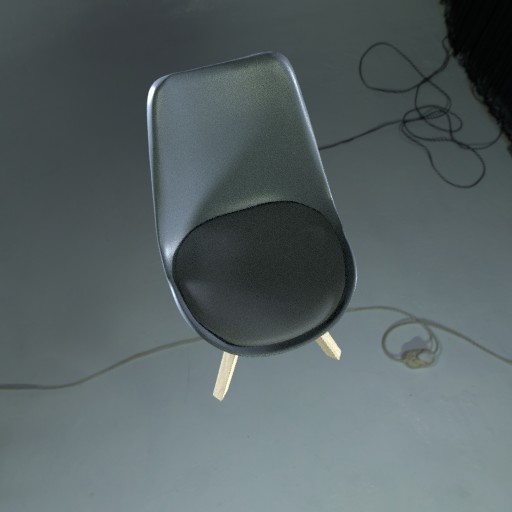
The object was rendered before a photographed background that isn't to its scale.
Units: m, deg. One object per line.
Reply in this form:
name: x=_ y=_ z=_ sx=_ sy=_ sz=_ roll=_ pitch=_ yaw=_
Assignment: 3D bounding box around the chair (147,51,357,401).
chair: x=0.000 y=0.000 z=1.205 sx=0.485 sy=0.850 sz=0.550 roll=-17 pitch=65 yaw=-8
